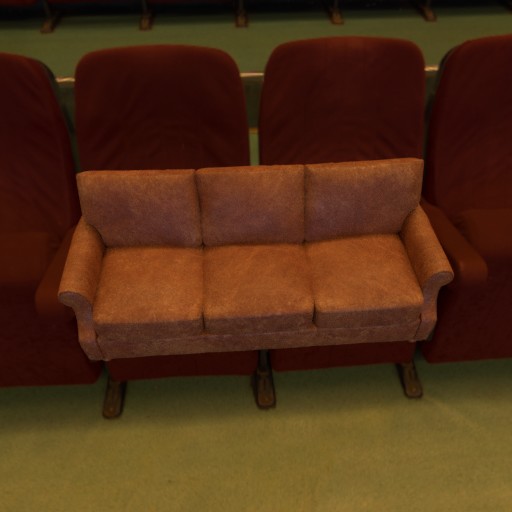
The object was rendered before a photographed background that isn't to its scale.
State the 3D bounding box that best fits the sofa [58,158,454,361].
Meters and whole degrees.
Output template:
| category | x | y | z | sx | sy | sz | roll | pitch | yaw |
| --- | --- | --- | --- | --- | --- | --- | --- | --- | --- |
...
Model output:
| category | x | y | z | sx | sy | sz | roll | pitch | yaw |
| --- | --- | --- | --- | --- | --- | --- | --- | --- | --- |
| sofa | 0.000 | 0.000 | 2.894 | 2.351 | 0.977 | 0.973 | -3 | 46 | -3 |
